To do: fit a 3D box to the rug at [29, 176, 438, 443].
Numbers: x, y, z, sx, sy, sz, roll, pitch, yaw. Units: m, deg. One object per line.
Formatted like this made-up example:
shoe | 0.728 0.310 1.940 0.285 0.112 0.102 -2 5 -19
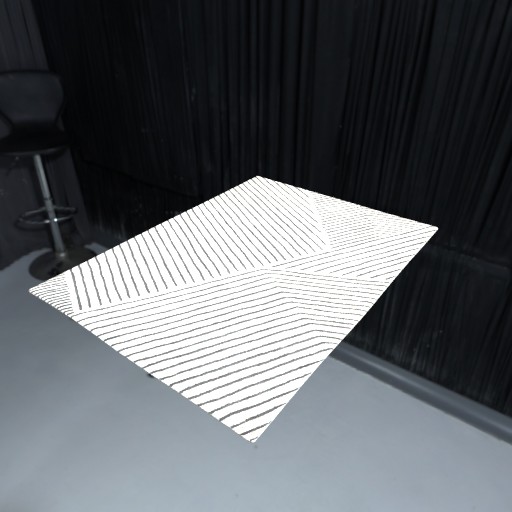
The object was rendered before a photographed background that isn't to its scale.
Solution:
rug | 0.000 0.000 3.202 1.829 0.028 2.449 22 38 31
